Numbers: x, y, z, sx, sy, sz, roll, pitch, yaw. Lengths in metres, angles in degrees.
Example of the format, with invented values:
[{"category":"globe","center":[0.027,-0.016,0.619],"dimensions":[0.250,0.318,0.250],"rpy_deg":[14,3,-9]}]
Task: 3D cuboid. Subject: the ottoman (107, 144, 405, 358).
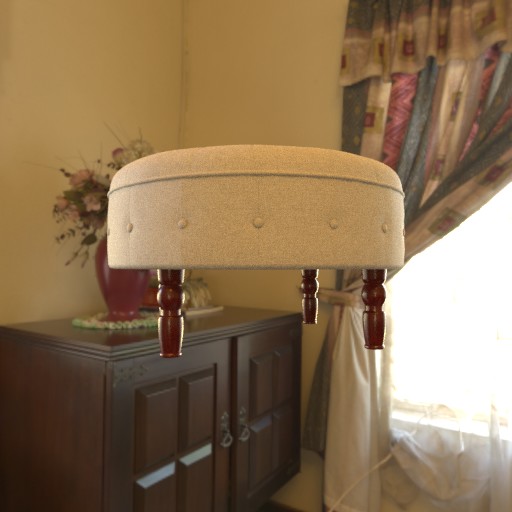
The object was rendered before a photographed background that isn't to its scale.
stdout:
[{"category":"ottoman","center":[0.000,0.000,1.331],"dimensions":[0.849,0.478,0.849],"rpy_deg":[0,-1,0]}]
